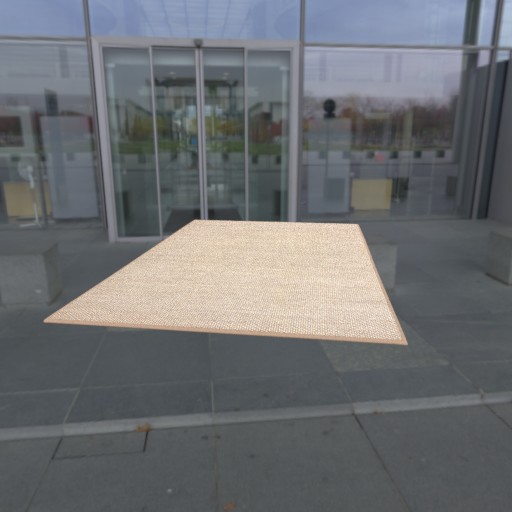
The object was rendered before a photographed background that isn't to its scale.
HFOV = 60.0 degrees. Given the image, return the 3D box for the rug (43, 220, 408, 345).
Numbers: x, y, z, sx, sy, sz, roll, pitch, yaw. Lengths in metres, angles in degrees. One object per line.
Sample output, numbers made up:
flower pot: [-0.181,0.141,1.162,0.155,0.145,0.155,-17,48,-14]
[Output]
rug: [0.000,0.000,2.052,1.061,0.012,1.668,2,15,8]
